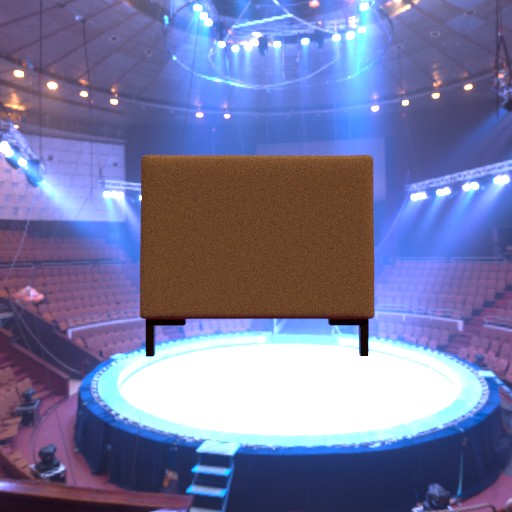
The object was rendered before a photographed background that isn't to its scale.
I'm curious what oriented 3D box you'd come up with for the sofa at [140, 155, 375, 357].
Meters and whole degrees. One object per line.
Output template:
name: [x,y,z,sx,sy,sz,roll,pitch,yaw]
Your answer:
sofa: [0.000,0.000,2.343,0.746,0.641,1.985,0,-1,0]
